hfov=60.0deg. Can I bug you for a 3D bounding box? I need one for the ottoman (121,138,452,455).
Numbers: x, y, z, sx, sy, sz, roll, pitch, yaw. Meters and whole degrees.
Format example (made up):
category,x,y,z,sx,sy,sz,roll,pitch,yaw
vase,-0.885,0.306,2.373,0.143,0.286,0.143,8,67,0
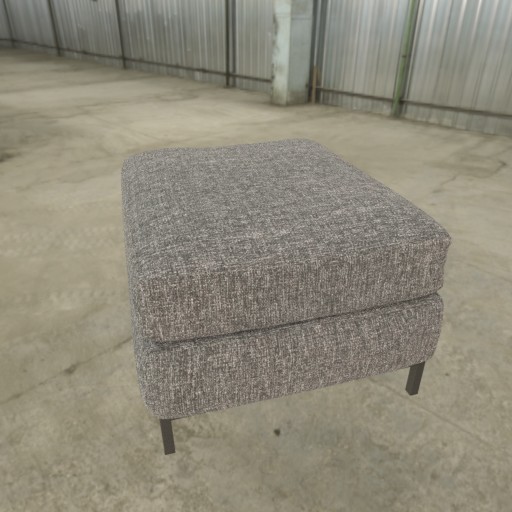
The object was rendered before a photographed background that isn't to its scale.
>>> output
category,x,y,z,sx,sy,sz,roll,pitch,yaw
ottoman,0.000,0.000,1.210,0.683,0.480,0.828,-8,30,-14
